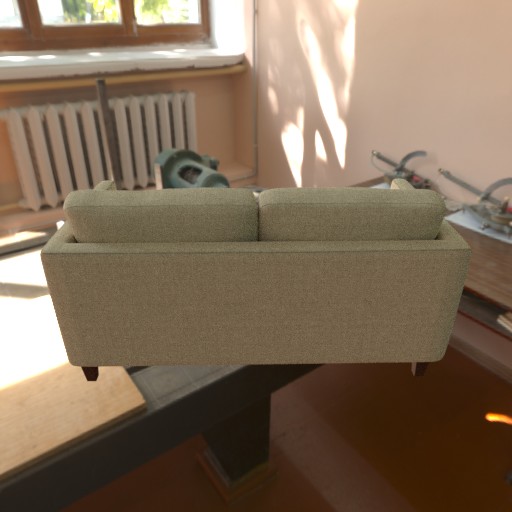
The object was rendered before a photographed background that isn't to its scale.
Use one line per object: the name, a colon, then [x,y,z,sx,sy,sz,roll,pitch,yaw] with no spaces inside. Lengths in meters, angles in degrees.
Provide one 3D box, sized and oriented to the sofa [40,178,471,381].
sofa: [0.000,0.000,2.420,1.884,0.963,0.950,-1,29,-1]
